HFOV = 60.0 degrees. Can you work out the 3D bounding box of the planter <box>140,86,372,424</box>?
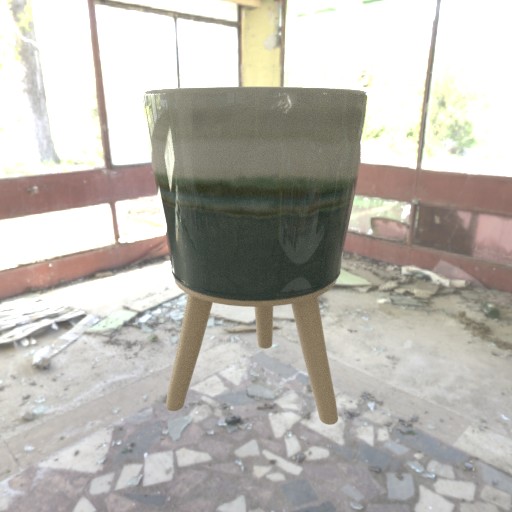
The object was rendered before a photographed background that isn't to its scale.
[{"bbox_3d":[0.000,0.000,0.477,0.217,0.331,0.217,-3,18,-9],"label":"planter"}]
